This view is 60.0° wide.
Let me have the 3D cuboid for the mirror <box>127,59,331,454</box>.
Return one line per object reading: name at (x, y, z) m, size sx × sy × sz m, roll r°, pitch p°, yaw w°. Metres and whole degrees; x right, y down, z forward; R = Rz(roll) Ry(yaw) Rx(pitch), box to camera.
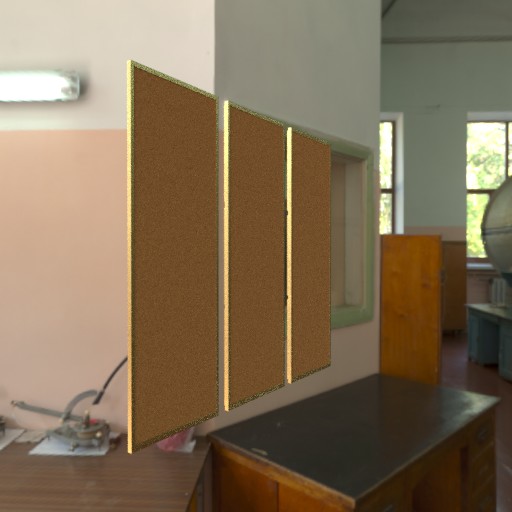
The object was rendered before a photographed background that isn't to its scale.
mirror at (0.000, 0.000, 1.453) m, size 0.023 × 0.926 × 1.011 m, roll 0°, pitch 1°, yaw 37°
